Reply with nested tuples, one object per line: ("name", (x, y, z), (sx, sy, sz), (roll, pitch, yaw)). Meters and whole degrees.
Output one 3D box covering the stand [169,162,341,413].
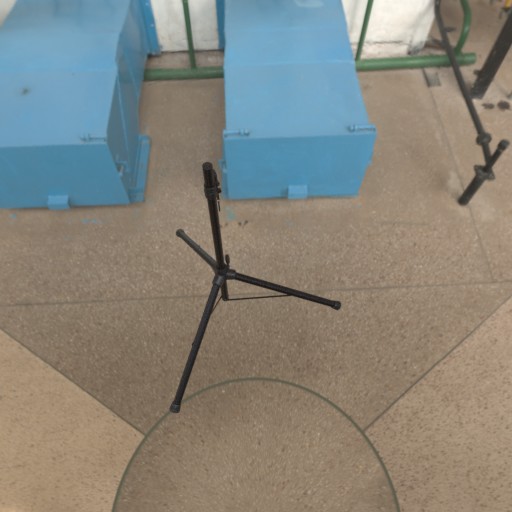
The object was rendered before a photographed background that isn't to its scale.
("stand", (0.000, 0.000, 1.891), (0.907, 1.136, 1.045), (-2, 59, -1))
